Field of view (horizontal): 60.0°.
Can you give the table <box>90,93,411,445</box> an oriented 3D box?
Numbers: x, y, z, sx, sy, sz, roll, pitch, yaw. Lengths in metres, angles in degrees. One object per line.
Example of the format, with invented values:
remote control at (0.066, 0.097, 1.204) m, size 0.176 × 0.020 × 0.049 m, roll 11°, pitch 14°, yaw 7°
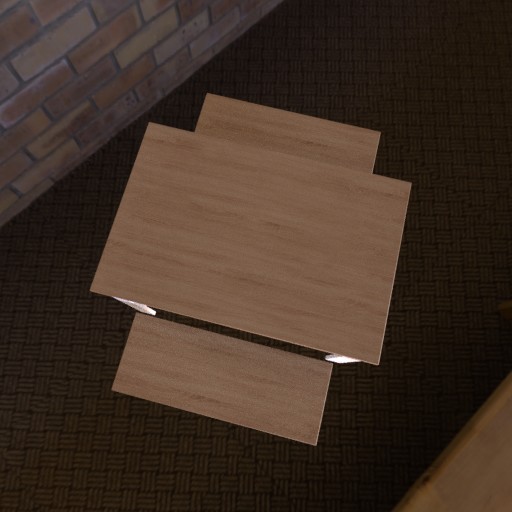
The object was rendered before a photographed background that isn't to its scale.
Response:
table at (0.000, 0.000, 2.058) m, size 1.100 × 0.700 × 1.443 m, roll 14°, pitch 76°, yaw 4°
